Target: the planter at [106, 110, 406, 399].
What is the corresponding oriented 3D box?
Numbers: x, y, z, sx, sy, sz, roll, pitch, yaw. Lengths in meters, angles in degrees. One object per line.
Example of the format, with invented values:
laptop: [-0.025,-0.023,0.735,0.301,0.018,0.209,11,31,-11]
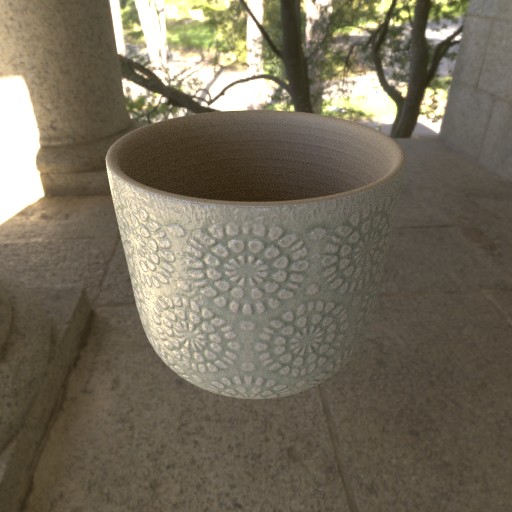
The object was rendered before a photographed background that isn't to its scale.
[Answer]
planter: [0.000,0.000,0.299,0.169,0.153,0.169,0,31,0]
